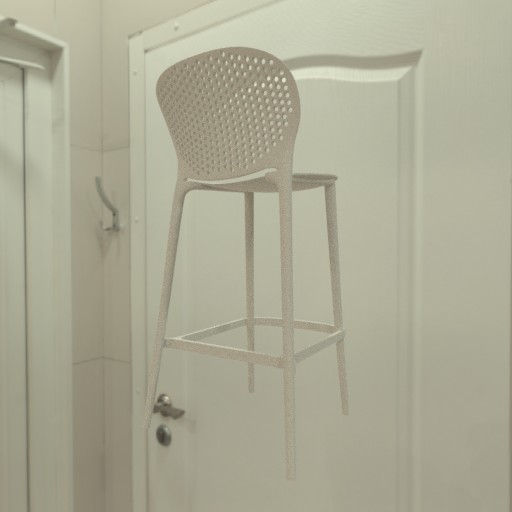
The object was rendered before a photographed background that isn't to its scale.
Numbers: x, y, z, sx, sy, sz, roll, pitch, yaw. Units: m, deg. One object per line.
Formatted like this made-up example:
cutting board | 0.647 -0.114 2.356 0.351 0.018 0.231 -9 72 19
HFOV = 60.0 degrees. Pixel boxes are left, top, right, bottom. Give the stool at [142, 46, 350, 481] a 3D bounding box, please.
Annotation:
stool | 0.000 0.000 1.360 0.536 1.045 0.535 1 1 36
